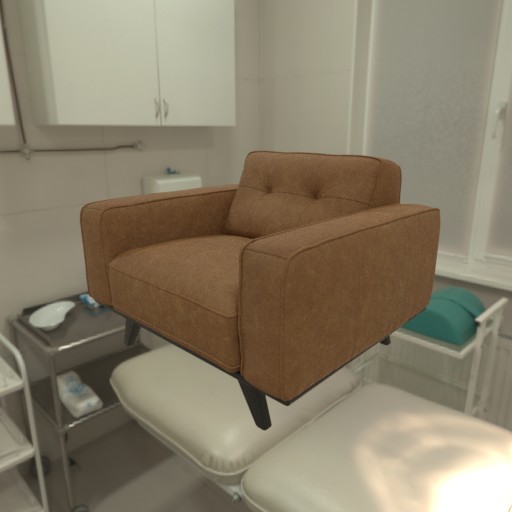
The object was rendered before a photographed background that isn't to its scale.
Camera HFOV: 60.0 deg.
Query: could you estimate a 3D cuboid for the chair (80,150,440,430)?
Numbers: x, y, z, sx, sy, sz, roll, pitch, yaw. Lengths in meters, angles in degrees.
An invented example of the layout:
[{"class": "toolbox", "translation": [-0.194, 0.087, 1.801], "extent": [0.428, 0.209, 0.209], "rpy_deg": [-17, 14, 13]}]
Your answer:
[{"class": "chair", "translation": [0.000, 0.000, 1.771], "extent": [1.118, 0.782, 0.952], "rpy_deg": [15, 22, 42]}]
